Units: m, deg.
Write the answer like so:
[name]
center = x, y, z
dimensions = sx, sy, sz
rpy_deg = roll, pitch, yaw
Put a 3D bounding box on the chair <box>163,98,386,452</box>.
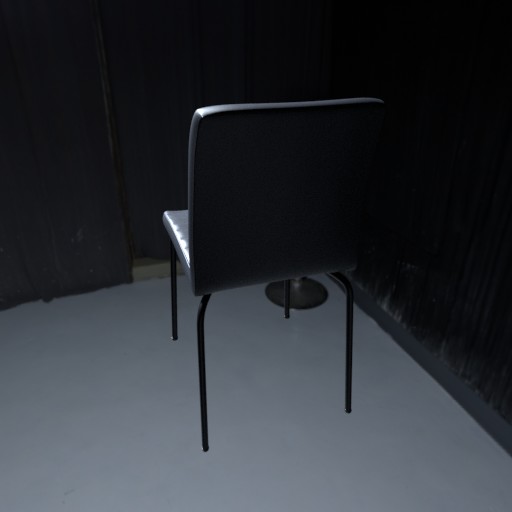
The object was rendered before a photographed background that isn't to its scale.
[chair]
center = 0.000, 0.000, 1.206
dimensions = 0.450, 0.872, 0.572
rpy_deg = -9, 29, -16
